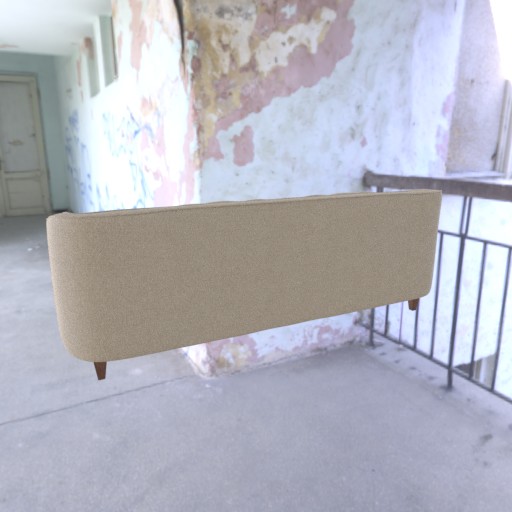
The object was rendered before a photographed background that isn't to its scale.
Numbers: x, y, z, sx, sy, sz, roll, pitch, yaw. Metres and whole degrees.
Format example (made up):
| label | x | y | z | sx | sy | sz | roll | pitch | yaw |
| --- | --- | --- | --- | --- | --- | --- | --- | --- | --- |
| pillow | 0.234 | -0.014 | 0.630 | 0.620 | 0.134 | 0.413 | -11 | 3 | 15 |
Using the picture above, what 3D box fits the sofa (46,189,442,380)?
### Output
| label | x | y | z | sx | sy | sz | roll | pitch | yaw |
| --- | --- | --- | --- | --- | --- | --- | --- | --- | --- |
| sofa | 0.000 | 0.000 | 2.660 | 2.235 | 0.788 | 0.913 | -7 | 16 | -25 |
